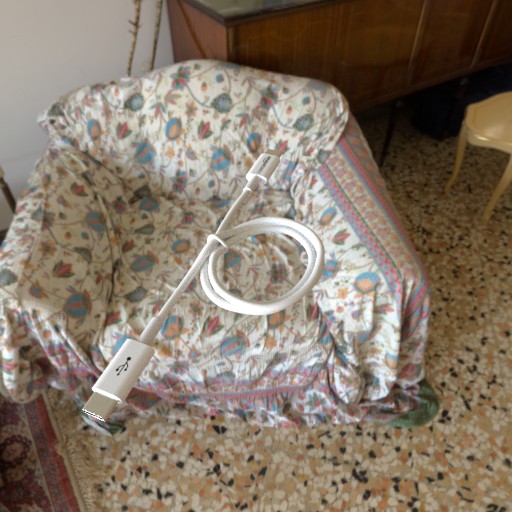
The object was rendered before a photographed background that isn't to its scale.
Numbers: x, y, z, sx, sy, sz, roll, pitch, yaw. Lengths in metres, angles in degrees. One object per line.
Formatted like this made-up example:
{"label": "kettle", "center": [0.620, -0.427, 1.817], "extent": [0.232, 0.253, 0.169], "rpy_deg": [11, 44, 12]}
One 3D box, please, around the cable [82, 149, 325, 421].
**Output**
{"label": "cable", "center": [0.000, 0.000, 0.230], "extent": [0.070, 0.014, 0.203], "rpy_deg": [16, 48, 15]}
